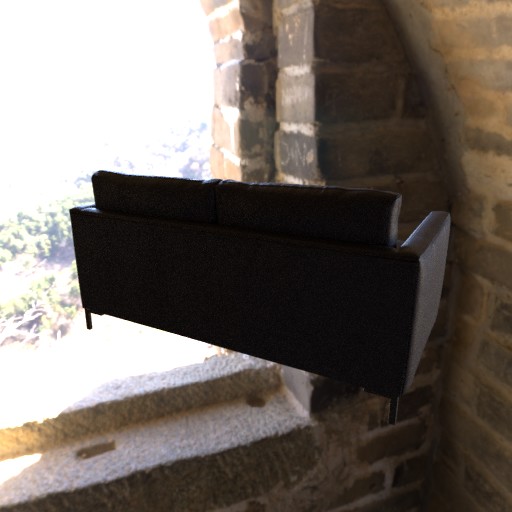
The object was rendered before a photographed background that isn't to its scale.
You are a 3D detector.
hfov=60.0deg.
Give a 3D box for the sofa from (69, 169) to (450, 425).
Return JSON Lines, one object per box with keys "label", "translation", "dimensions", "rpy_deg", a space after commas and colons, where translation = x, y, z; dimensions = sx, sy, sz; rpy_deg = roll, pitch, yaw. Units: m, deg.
{"label": "sofa", "translation": [0.000, 0.000, 2.330], "dimensions": [1.805, 0.883, 0.947], "rpy_deg": [8, 19, 25]}
